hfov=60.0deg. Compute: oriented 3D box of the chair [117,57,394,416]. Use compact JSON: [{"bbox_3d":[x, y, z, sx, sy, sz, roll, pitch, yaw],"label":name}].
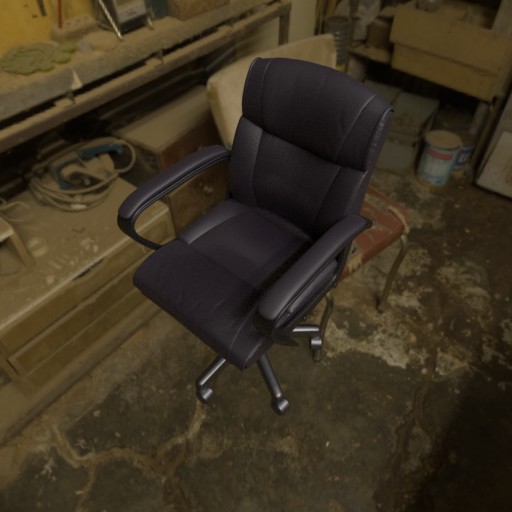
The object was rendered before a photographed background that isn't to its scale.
[{"bbox_3d":[0.000,0.000,1.391,0.576,0.998,0.641,32,55,26],"label":"chair"}]
